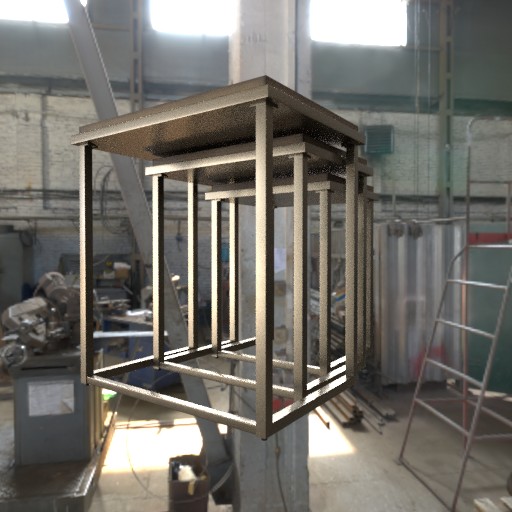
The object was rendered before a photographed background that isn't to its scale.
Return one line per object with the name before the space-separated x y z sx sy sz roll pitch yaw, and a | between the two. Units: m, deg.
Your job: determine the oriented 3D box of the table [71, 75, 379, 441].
table | 0.000 0.000 1.164 0.559 0.610 0.706 1 1 36
